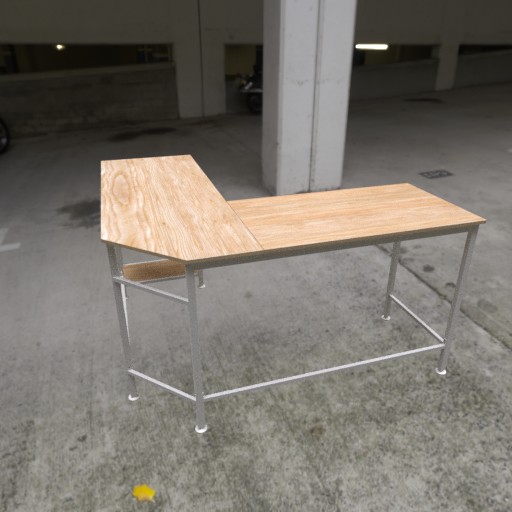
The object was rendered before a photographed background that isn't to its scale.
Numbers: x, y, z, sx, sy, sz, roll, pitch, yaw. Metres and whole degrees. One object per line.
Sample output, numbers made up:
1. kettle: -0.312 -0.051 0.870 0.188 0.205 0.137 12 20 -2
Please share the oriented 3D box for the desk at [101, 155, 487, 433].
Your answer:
1. desk: 0.000 0.000 2.228 1.379 0.739 1.379 -8 27 -16
